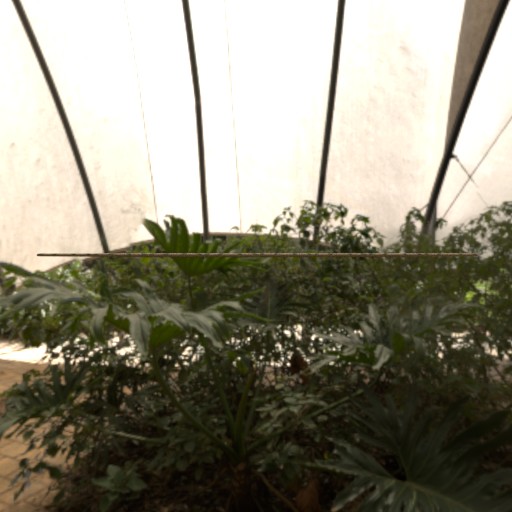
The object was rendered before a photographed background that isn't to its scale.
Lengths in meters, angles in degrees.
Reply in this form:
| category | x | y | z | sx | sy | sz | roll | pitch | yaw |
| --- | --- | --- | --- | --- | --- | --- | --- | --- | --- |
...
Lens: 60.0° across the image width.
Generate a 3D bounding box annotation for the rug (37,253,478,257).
| category | x | y | z | sx | sy | sz | roll | pitch | yaw |
| --- | --- | --- | --- | --- | --- | --- | --- | --- | --- |
| rug | 0.000 | 0.000 | 3.958 | 2.441 | 0.017 | 3.050 | 0 | 0 | 0 |
